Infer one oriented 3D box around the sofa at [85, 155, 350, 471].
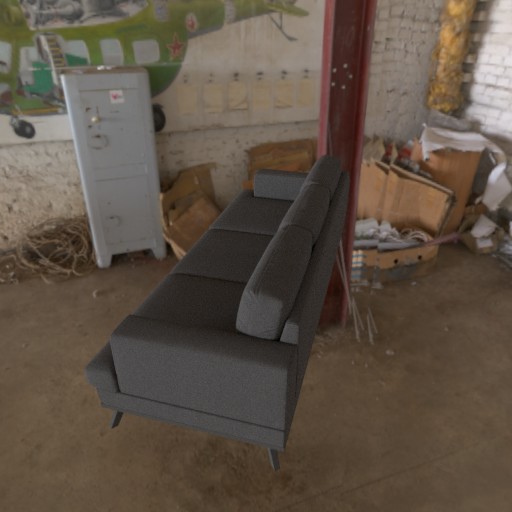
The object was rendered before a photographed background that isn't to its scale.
[{"bbox_3d":[0.000,0.000,2.771,0.920,0.810,2.310,8,30,14],"label":"sofa"}]
